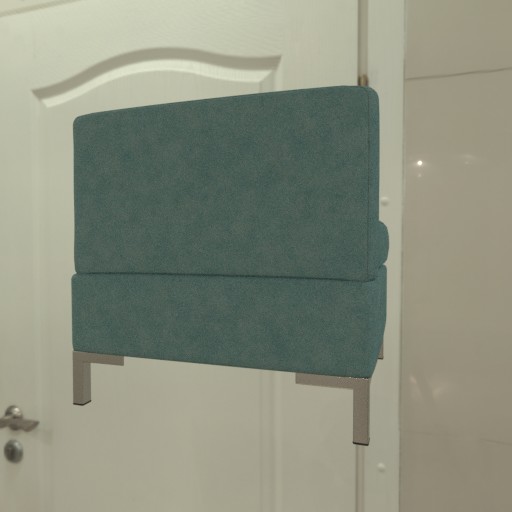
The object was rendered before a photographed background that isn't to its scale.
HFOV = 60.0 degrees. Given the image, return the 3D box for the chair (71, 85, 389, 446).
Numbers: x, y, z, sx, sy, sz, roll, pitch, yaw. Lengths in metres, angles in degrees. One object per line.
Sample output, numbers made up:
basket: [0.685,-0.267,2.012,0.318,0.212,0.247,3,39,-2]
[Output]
chair: [0.000,0.000,1.202,0.684,0.660,0.685,1,2,18]
